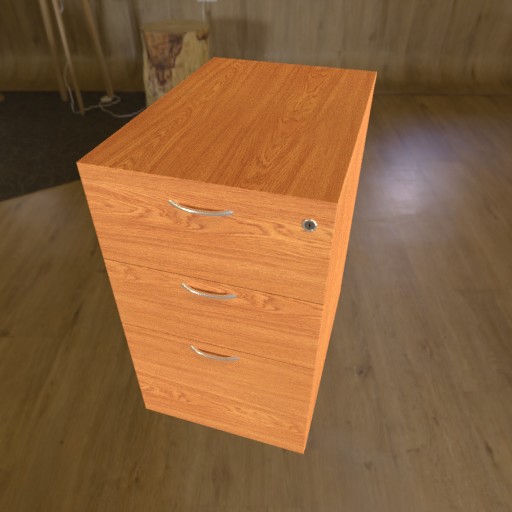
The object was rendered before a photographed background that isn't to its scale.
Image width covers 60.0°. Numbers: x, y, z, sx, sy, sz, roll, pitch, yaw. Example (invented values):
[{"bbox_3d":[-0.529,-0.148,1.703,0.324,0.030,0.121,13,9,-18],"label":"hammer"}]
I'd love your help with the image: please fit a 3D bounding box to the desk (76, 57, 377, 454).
[{"bbox_3d":[0.000,0.000,1.082,0.404,0.730,0.600,11,41,13],"label":"desk"}]
